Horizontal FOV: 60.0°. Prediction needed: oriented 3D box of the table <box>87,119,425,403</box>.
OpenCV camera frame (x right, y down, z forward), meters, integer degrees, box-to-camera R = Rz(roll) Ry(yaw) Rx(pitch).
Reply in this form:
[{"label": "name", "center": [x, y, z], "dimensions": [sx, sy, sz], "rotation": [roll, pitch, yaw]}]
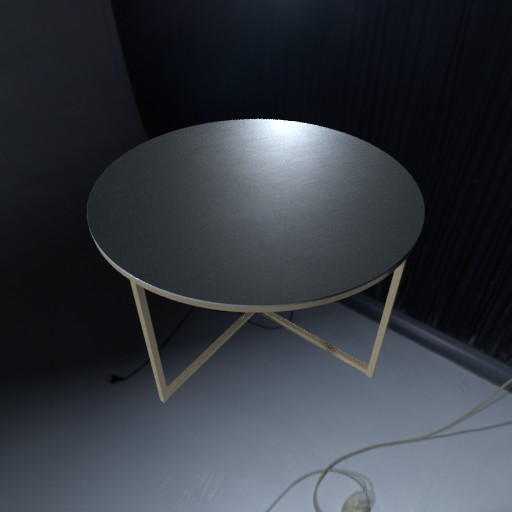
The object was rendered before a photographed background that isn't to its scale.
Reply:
[{"label": "table", "center": [0.000, 0.000, 1.238], "dimensions": [0.800, 0.450, 0.800], "rotation": [0, 40, 0]}]
